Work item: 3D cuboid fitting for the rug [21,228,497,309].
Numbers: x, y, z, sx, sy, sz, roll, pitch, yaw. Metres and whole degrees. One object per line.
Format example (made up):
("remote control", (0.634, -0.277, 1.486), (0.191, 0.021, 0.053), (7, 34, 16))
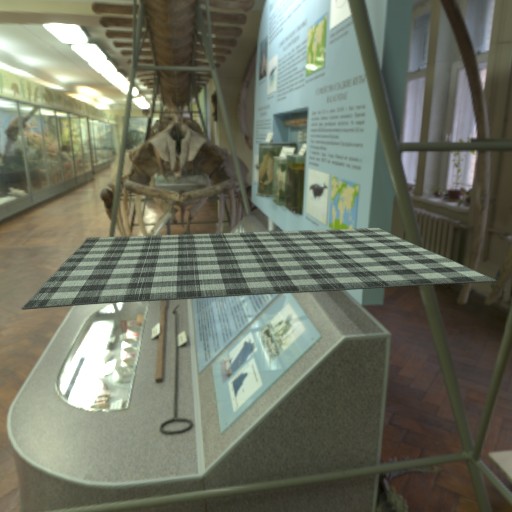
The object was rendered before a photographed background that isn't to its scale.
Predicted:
("rug", (0.000, 0.000, 2.993), (2.476, 0.011, 1.554), (-2, 15, -9))
